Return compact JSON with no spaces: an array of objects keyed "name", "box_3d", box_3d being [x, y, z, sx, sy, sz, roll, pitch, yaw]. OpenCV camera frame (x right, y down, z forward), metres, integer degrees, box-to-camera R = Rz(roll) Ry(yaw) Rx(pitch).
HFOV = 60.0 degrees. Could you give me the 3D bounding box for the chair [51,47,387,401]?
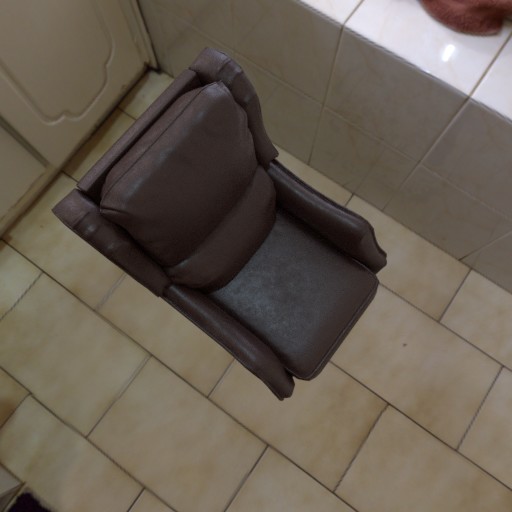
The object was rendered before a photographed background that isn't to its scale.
[{"name":"chair","box_3d":[0.000,0.000,1.778,0.982,1.132,0.770,37,79,9]}]
